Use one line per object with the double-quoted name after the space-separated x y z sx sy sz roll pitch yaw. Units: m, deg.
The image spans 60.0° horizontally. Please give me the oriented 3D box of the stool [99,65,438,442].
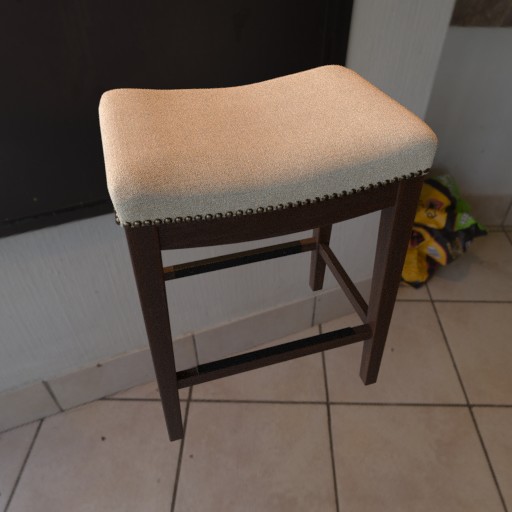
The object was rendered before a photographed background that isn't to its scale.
0.000 0.000 0.943 0.509 0.669 0.363 -12 43 -13 "stool"
